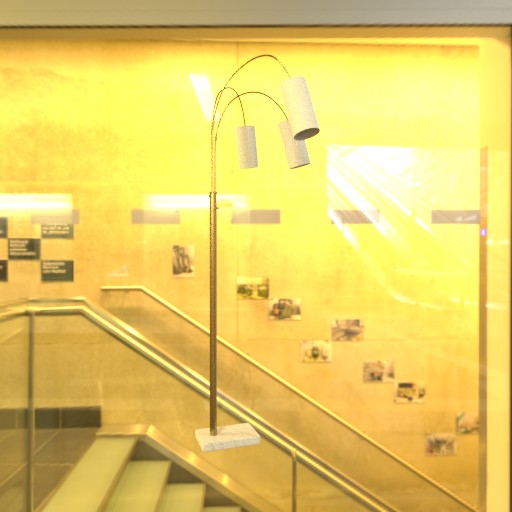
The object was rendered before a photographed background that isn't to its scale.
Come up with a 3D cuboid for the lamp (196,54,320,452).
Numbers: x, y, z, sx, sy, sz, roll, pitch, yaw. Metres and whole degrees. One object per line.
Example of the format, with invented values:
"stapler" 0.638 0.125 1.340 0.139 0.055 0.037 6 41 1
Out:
"lamp" 0.000 0.000 2.534 0.667 2.055 1.020 0 0 -19
